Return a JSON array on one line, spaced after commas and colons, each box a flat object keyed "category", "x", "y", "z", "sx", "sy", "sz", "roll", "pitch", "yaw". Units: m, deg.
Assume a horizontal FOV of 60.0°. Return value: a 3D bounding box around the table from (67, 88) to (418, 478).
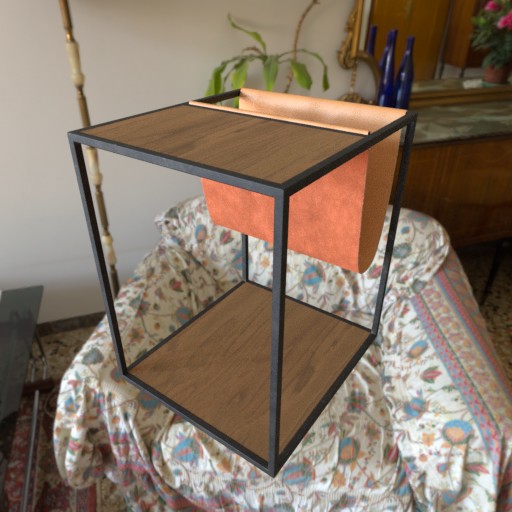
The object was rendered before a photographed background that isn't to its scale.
[{"category": "table", "x": 0.000, "y": 0.000, "z": 0.878, "sx": 0.399, "sy": 0.536, "sz": 0.450, "roll": 20, "pitch": 36, "yaw": 30}]
